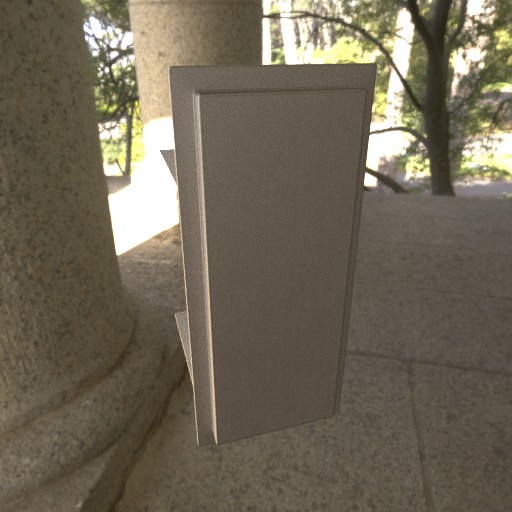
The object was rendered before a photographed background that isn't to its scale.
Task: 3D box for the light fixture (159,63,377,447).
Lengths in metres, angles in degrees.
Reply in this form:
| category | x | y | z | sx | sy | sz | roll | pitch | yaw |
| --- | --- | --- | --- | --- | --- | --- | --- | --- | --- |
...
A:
| category | x | y | z | sx | sy | sz | roll | pitch | yaw |
| --- | --- | --- | --- | --- | --- | --- | --- | --- | --- |
| light fixture | 0.000 | 0.000 | 0.473 | 0.168 | 0.380 | 0.160 | -8 | 27 | -15 |
